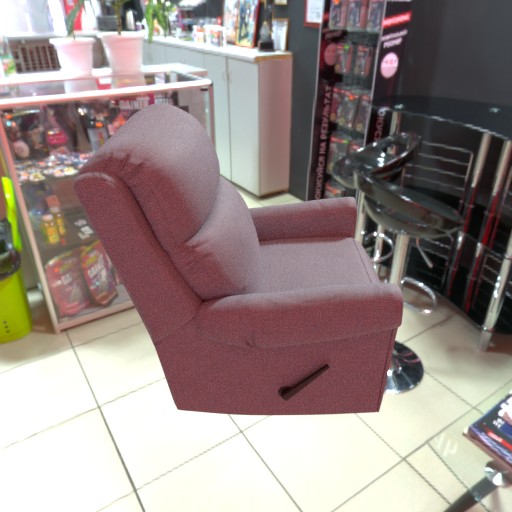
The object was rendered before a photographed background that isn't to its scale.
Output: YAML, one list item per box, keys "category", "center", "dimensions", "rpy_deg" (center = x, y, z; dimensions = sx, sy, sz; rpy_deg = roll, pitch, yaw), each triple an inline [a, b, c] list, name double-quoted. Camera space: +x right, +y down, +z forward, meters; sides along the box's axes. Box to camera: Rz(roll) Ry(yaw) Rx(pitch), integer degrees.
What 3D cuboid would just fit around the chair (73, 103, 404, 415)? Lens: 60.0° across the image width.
- category: "chair"
  center: [0.000, 0.000, 1.738]
  dimensions: [1.014, 1.054, 0.838]
  rpy_deg: [0, 30, 0]
